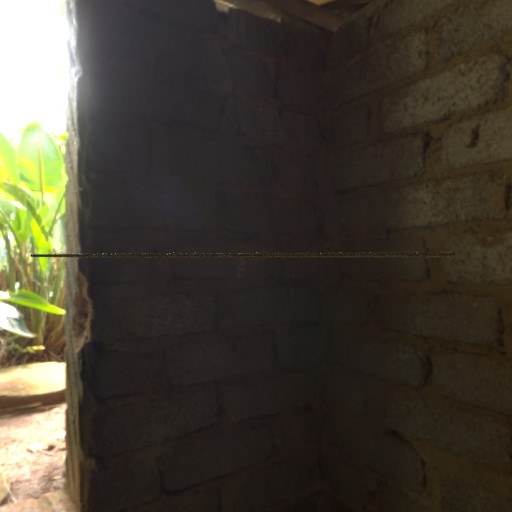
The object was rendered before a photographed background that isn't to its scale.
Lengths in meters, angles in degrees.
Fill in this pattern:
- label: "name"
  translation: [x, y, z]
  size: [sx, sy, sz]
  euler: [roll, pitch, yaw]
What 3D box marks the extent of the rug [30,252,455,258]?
- label: "rug"
  translation: [0.000, 0.000, 2.954]
  size: [2.297, 0.018, 1.532]
  euler: [0, 0, 19]
